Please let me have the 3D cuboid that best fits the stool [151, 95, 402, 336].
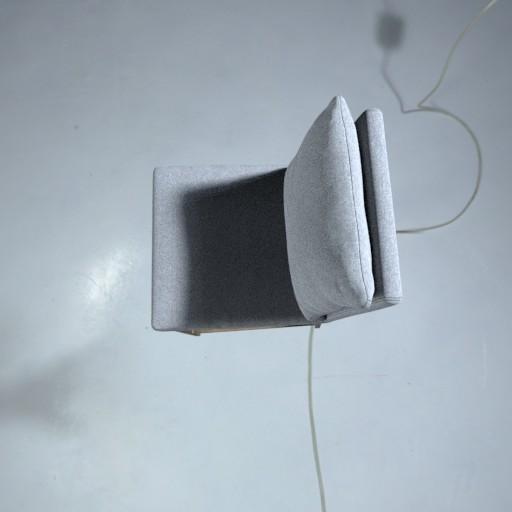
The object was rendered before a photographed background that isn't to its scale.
[{"bbox_3d":[0.000,0.000,1.400,0.569,1.130,0.463,-2,78,0],"label":"stool"}]
